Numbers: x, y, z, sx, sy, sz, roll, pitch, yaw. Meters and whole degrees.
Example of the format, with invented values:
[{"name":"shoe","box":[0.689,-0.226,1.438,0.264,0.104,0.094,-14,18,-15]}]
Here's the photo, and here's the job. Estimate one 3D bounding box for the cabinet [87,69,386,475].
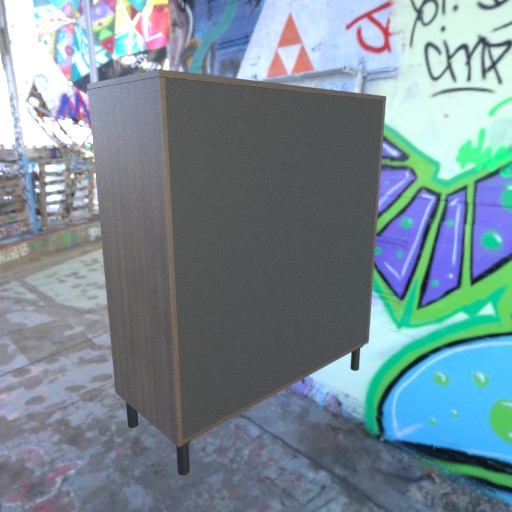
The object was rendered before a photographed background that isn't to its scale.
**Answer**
[{"name":"cabinet","box":[0.000,0.000,1.667,1.010,1.170,0.400,-14,20,-42]}]
